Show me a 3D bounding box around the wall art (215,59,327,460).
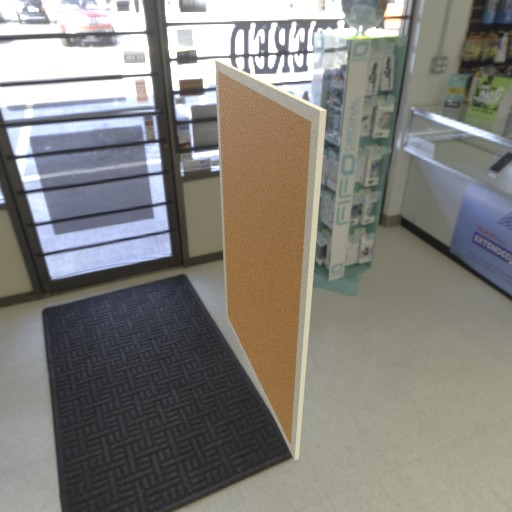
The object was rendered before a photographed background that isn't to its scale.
[{"bbox_3d":[0.000,0.000,1.247,0.013,0.940,0.659,-11,33,-17],"label":"wall art"}]
